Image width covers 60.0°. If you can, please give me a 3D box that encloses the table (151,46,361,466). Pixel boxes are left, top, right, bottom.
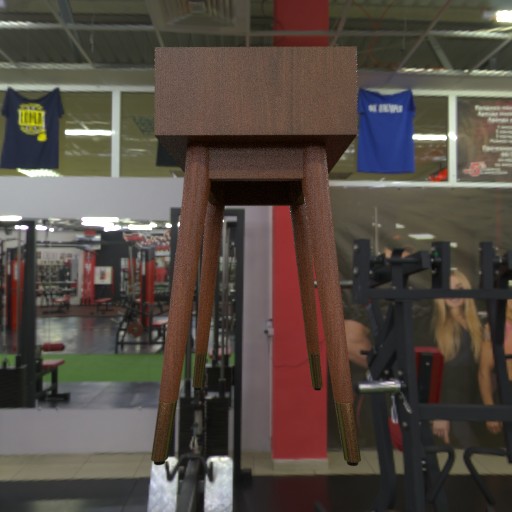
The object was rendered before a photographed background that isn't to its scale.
[{"bbox_3d":[0.000,0.000,0.828,0.300,0.599,0.406,0,-2,1],"label":"table"}]
